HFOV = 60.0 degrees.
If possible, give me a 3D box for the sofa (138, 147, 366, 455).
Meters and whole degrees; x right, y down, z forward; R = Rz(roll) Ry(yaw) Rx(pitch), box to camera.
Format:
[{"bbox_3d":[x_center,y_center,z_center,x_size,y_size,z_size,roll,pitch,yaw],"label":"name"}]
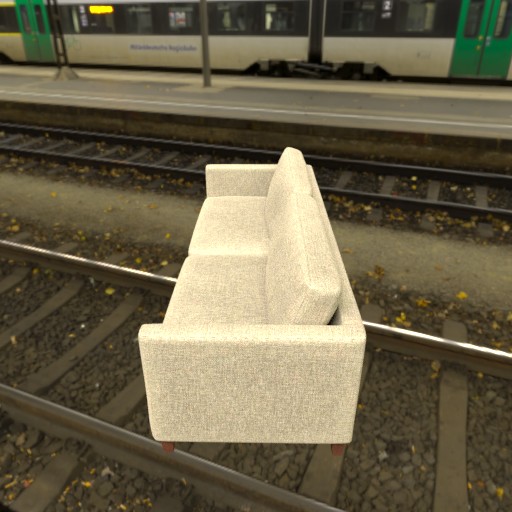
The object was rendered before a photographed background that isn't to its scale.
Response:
[{"bbox_3d":[0.000,0.000,2.943,0.948,0.951,2.434,0,28,1],"label":"sofa"}]
